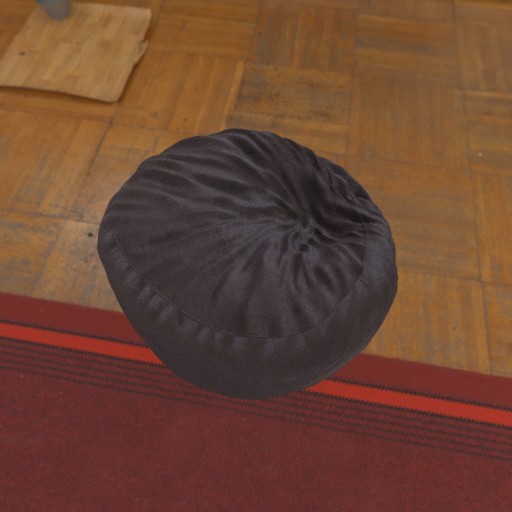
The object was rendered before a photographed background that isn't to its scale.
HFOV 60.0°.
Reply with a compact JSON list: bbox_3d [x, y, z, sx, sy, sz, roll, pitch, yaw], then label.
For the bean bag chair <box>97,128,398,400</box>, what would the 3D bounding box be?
[{"bbox_3d":[0.000,0.000,2.041,1.245,0.821,1.245,0,60,0],"label":"bean bag chair"}]
